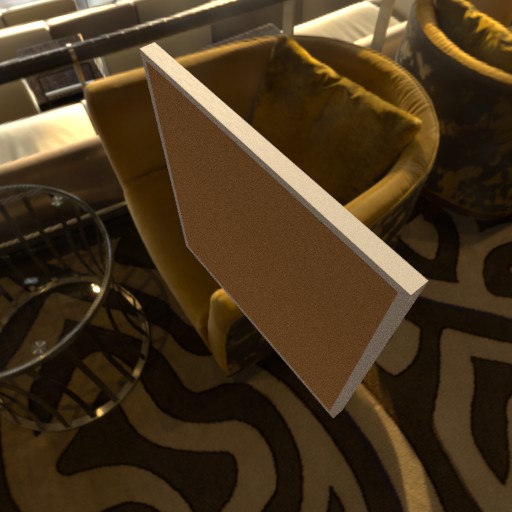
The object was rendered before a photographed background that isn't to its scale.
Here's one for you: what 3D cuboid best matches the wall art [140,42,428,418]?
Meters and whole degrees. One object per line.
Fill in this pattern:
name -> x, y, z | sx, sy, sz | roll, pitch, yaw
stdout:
wall art -> 0.000, 0.000, 1.122 | 0.038, 0.762, 0.762 | -34, 63, -20
